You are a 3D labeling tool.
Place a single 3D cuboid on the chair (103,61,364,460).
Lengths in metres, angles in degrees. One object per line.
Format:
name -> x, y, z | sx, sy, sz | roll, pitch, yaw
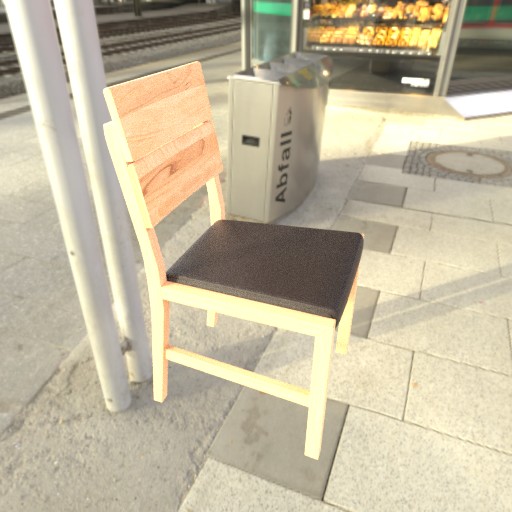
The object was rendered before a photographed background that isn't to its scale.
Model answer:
chair -> 0.000, 0.000, 1.263 | 0.560, 0.950, 0.475 | 11, 33, 17
